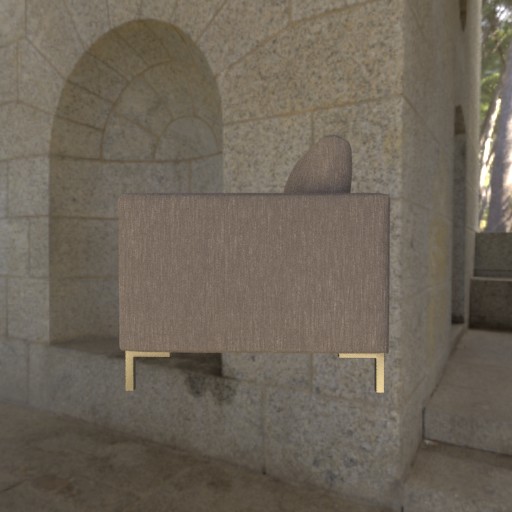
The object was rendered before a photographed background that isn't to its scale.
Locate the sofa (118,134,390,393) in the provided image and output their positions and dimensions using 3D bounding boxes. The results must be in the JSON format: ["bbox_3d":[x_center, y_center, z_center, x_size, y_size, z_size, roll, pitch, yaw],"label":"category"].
[{"bbox_3d":[0.000,0.000,2.196,0.875,0.840,1.682,0,1,1],"label":"sofa"}]
